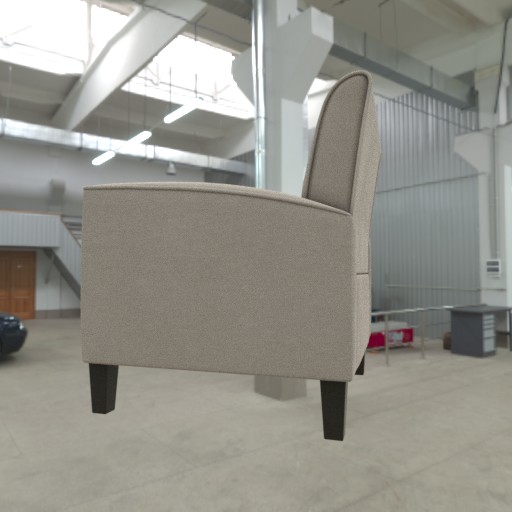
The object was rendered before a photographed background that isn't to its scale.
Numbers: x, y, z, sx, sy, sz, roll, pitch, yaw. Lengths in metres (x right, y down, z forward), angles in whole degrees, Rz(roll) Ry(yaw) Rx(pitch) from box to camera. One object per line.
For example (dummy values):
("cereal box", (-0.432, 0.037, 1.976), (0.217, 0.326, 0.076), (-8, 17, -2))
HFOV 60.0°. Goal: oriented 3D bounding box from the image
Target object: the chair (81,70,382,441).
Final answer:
("chair", (0.000, 0.000, 1.525), (0.820, 0.915, 0.820), (-1, -2, 17))
